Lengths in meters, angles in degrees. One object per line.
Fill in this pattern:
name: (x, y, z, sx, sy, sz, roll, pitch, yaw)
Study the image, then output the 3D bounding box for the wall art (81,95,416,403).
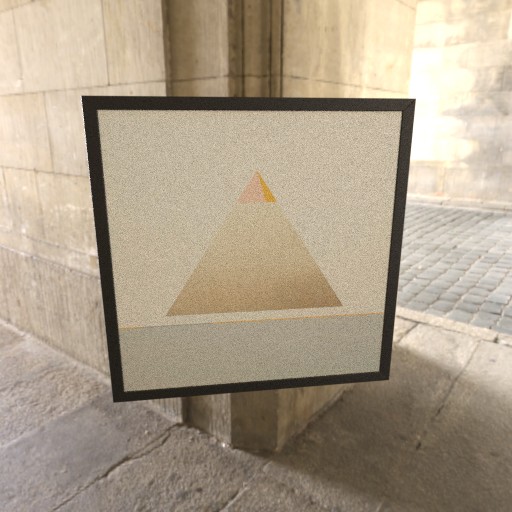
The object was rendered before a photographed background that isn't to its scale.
wall art: (0.000, 0.000, 1.137, 0.769, 0.766, 0.042, -2, 17, -8)
